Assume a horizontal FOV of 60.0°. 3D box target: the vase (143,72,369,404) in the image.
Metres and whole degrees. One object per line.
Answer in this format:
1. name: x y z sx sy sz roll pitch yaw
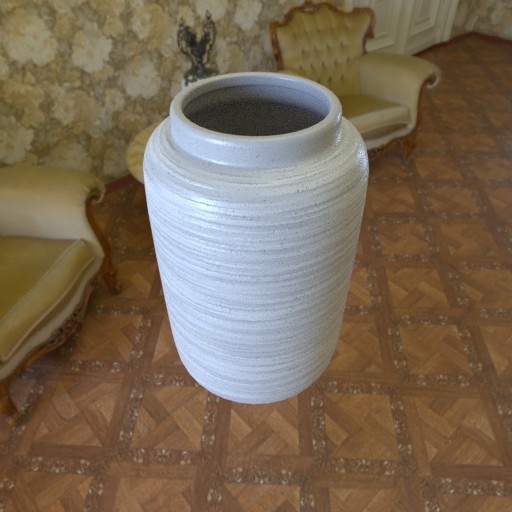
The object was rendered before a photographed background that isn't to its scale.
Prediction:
1. vase: 0.000 0.000 0.469 0.202 0.335 0.202 0 42 0
